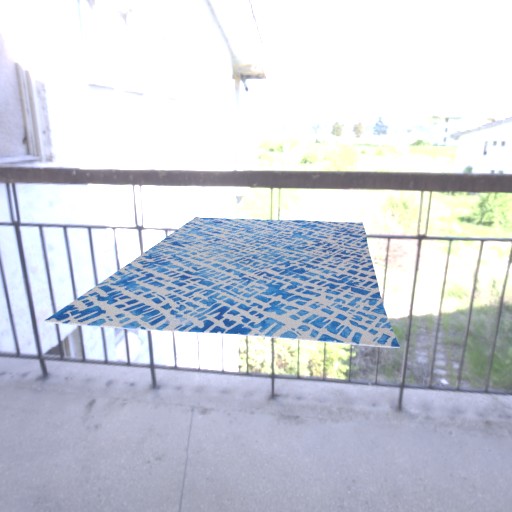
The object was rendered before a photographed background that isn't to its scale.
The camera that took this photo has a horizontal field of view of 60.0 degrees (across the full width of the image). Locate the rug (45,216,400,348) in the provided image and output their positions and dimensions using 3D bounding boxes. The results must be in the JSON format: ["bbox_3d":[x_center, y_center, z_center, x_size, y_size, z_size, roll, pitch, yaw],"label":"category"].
[{"bbox_3d":[0.000,0.000,2.325,1.209,0.011,1.830,3,17,9],"label":"rug"}]
